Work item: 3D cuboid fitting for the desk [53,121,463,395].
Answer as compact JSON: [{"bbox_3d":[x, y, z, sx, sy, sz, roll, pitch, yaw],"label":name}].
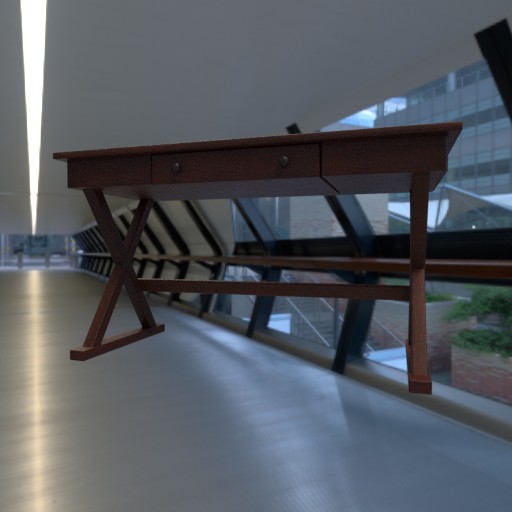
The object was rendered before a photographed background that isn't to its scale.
[{"bbox_3d":[0.000,0.000,1.708,1.372,0.761,0.600,0,2,18],"label":"desk"}]
